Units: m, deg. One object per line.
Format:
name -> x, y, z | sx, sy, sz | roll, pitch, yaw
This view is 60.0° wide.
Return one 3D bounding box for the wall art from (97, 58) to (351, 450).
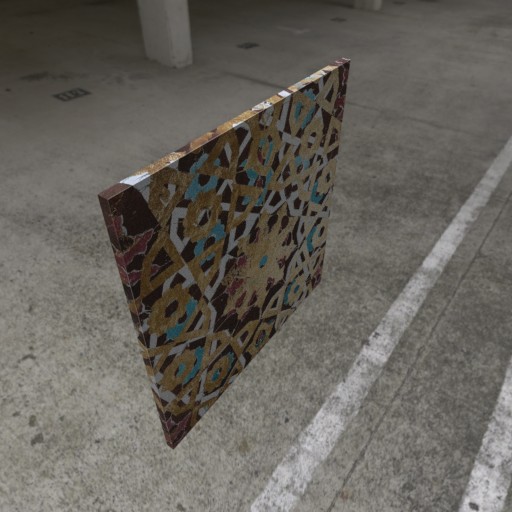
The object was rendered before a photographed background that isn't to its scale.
wall art -> 0.000, 0.000, 1.116 | 0.028, 0.762, 0.757 | 25, 47, 26
